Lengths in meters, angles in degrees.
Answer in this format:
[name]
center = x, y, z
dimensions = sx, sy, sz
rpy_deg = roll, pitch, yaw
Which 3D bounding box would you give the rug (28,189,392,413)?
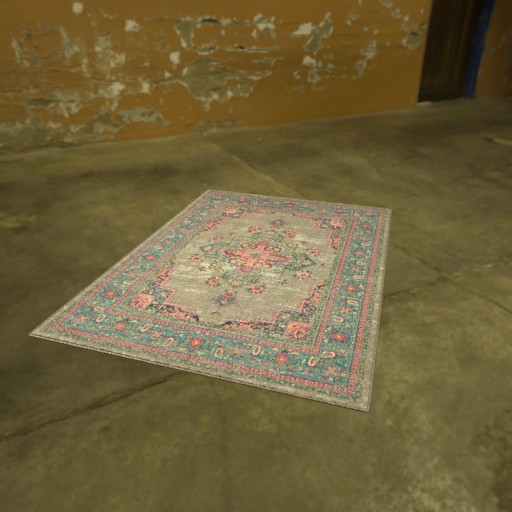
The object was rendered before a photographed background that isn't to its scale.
[rug]
center = 0.000, 0.000, 2.849
dimensions = 1.609, 0.013, 2.214
rpy_deg = 8, 29, 15
